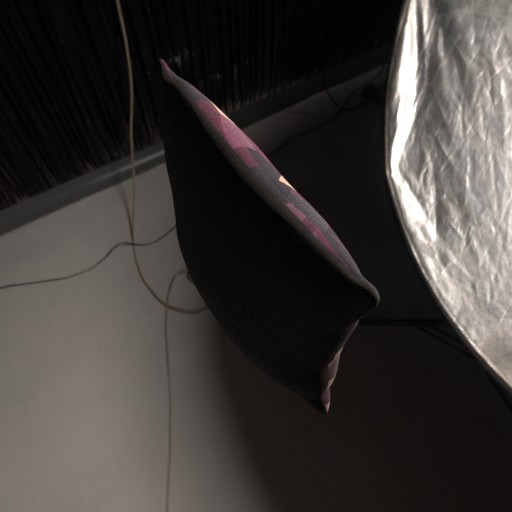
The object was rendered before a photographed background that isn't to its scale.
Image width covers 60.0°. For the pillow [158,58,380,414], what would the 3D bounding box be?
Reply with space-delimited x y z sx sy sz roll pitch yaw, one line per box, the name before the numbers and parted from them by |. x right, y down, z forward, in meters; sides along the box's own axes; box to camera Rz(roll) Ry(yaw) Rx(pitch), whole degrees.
pillow | 0.000 0.000 0.766 0.208 0.496 0.503 -30 63 -17
